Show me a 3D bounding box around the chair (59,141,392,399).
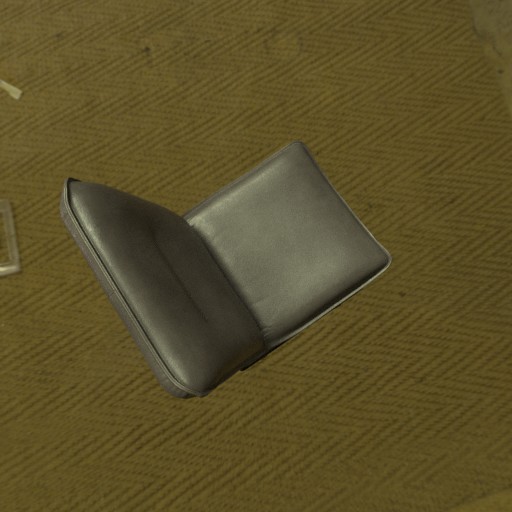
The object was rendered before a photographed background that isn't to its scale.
[{"bbox_3d":[0.000,0.000,1.317,0.688,0.932,0.515,-33,78,-8],"label":"chair"}]
